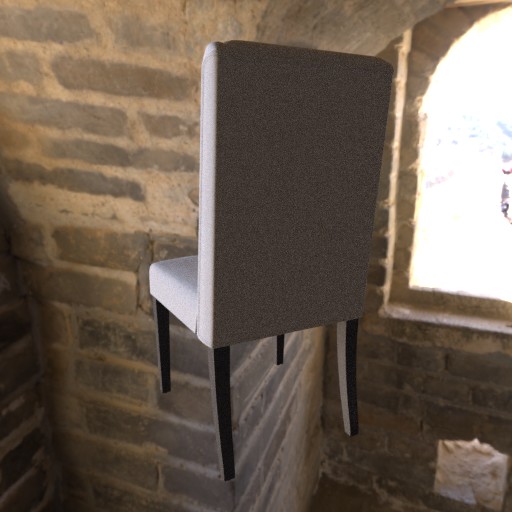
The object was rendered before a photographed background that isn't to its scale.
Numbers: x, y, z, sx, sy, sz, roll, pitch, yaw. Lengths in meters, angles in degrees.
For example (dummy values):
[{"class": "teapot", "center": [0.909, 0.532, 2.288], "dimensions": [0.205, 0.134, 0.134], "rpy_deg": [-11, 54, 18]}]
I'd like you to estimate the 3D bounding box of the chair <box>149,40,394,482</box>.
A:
[{"class": "chair", "center": [0.000, 0.000, 1.216], "dimensions": [0.474, 0.961, 0.523], "rpy_deg": [-7, 15, -26]}]
